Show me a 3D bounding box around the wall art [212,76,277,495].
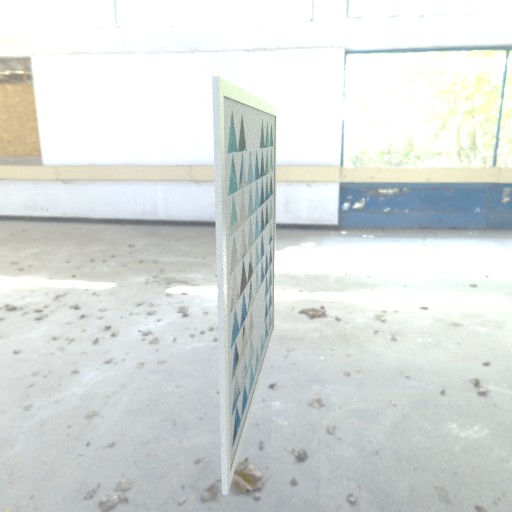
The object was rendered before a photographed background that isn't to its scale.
[{"bbox_3d":[0.000,0.000,1.200,0.012,0.809,0.809,2,15,9],"label":"wall art"}]
